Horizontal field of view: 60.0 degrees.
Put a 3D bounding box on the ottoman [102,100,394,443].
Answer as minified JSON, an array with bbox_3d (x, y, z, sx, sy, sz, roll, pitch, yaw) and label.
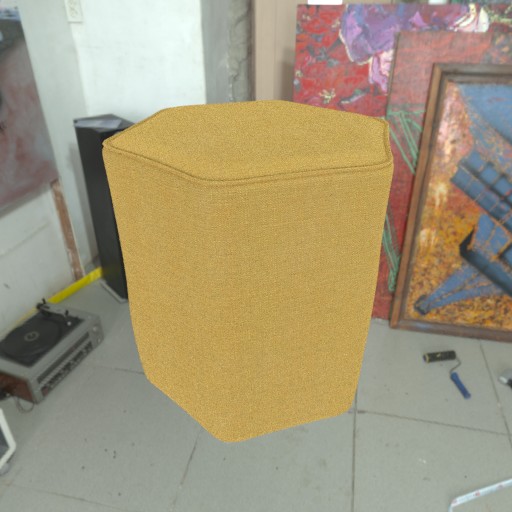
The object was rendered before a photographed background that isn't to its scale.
[{"bbox_3d":[0.000,0.000,0.853,0.494,0.502,0.443,-9,32,-15],"label":"ottoman"}]
